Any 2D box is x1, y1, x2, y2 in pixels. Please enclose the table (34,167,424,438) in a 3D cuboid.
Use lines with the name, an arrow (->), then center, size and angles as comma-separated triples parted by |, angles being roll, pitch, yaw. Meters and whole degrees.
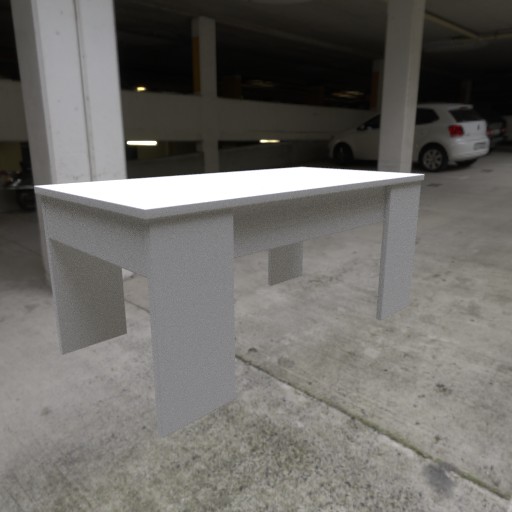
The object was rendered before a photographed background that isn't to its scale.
table -> 0.000, 0.000, 1.284 | 1.000, 0.440, 0.500 | -14, 21, -43
